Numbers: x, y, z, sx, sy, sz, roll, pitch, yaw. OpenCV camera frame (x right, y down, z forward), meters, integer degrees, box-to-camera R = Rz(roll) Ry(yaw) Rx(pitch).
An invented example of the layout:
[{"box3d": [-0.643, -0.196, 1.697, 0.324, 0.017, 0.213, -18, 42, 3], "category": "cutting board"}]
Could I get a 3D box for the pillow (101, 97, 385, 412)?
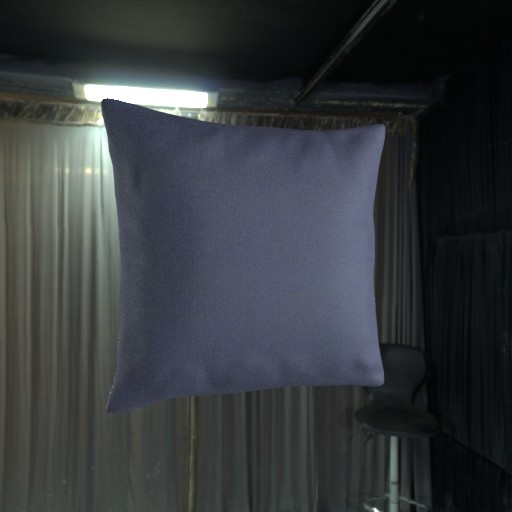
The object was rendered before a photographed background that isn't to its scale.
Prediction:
[{"box3d": [0.000, 0.000, 0.787, 0.520, 0.508, 0.166, 0, 0, -17], "category": "pillow"}]
